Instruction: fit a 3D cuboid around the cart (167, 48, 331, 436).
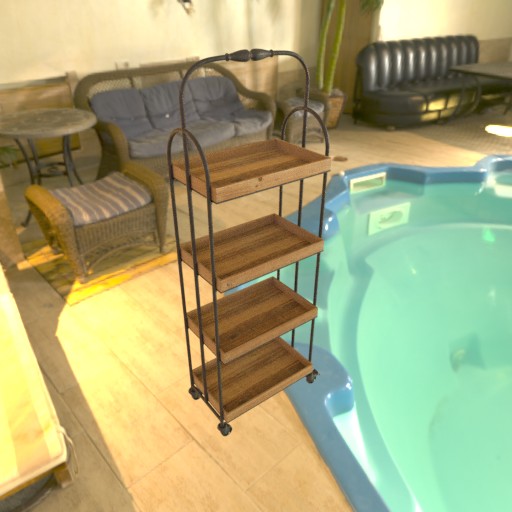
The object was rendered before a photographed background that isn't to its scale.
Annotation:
[{"bbox_3d":[0.000,0.000,1.739,0.581,1.481,0.308,-21,37,-31],"label":"cart"}]
